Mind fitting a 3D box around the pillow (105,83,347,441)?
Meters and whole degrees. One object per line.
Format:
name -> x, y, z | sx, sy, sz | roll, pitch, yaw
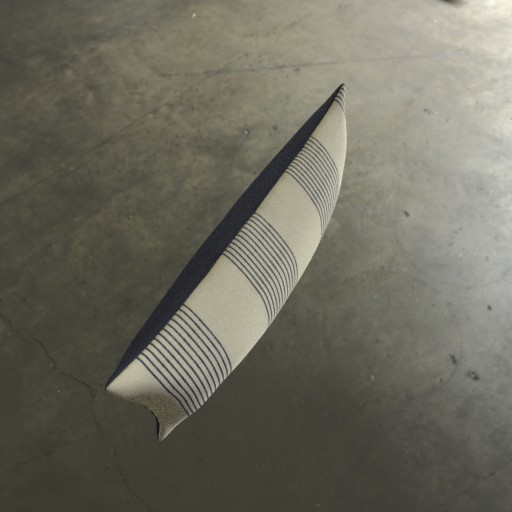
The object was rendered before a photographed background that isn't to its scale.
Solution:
pillow -> 0.000, 0.000, 0.731 | 0.151, 0.287, 0.610 | 27, 61, 16
